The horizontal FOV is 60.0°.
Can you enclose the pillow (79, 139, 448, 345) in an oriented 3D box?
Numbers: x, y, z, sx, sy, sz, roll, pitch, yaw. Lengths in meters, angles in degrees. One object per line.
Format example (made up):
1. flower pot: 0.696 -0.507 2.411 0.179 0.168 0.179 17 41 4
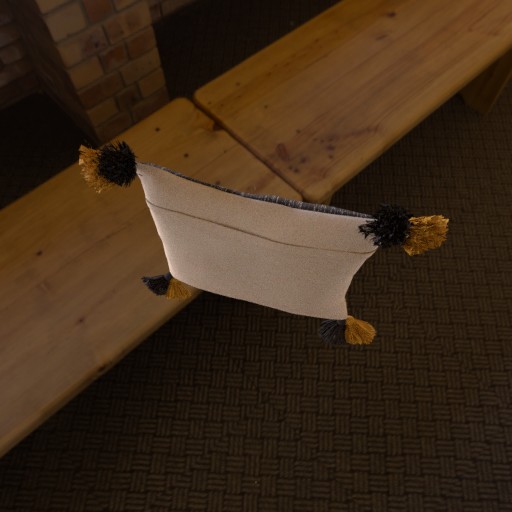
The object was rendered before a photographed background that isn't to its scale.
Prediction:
1. pillow: 0.000 0.000 0.973 0.654 0.659 0.139 14 64 7
